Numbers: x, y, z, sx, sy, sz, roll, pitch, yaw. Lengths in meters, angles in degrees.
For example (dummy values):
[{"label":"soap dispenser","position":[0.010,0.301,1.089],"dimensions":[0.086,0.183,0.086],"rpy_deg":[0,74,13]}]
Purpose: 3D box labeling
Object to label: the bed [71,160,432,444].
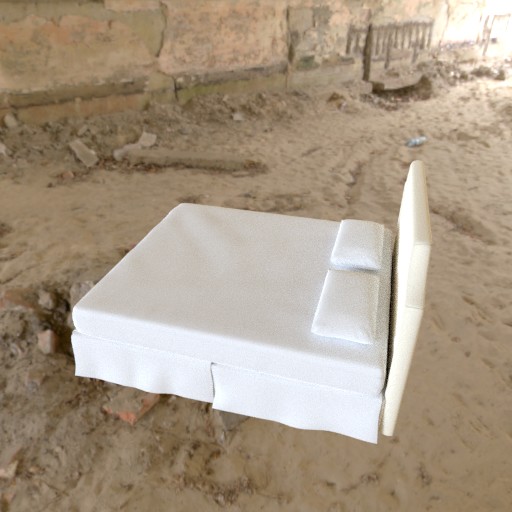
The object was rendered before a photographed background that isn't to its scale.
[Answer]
[{"label":"bed","position":[0.000,0.000,4.174],"dimensions":[2.773,1.590,2.350],"rpy_deg":[9,32,14]}]
